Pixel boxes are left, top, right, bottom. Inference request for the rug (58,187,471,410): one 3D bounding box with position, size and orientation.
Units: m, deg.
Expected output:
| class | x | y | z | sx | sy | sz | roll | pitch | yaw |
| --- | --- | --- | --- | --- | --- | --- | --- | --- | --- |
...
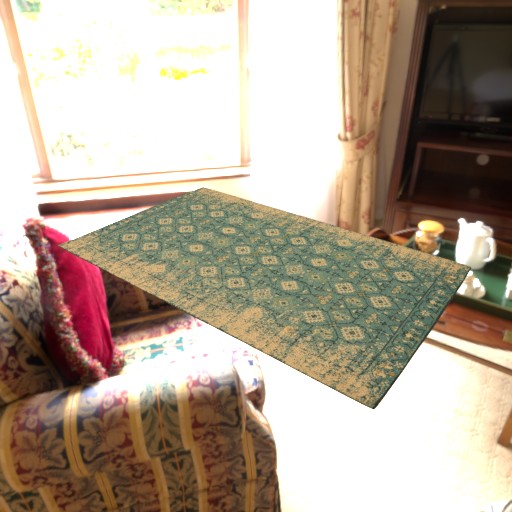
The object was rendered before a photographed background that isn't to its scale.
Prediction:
| class | x | y | z | sx | sy | sz | roll | pitch | yaw |
| --- | --- | --- | --- | --- | --- | --- | --- | --- | --- |
| rug | 0.000 | 0.000 | 2.231 | 1.795 | 0.008 | 1.102 | 21 | 35 | 32 |
